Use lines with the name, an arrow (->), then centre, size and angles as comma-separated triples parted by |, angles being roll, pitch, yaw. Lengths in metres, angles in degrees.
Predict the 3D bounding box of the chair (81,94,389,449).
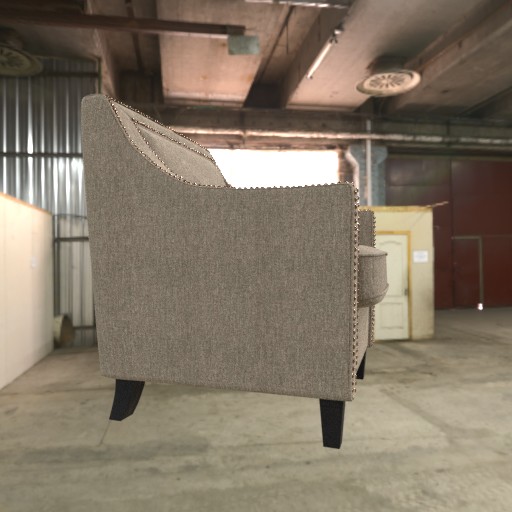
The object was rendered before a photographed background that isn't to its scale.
chair -> 0.000, 0.000, 1.545 | 0.884, 0.967, 0.776 | 0, 0, 19
